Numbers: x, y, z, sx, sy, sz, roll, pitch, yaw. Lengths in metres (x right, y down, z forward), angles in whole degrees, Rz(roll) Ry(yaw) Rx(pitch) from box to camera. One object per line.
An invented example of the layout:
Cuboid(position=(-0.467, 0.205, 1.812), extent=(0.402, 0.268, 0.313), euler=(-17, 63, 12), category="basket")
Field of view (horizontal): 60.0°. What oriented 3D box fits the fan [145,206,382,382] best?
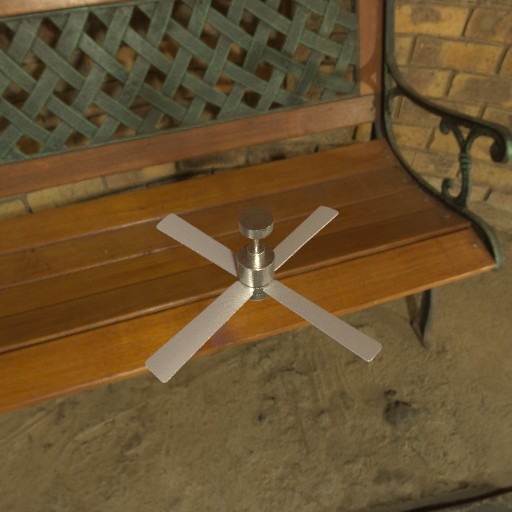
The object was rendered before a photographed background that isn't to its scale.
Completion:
Cuboid(position=(0.000, 0.000, 2.358), extent=(1.525, 0.539, 1.525), euler=(32, 55, 26), category="fan")
